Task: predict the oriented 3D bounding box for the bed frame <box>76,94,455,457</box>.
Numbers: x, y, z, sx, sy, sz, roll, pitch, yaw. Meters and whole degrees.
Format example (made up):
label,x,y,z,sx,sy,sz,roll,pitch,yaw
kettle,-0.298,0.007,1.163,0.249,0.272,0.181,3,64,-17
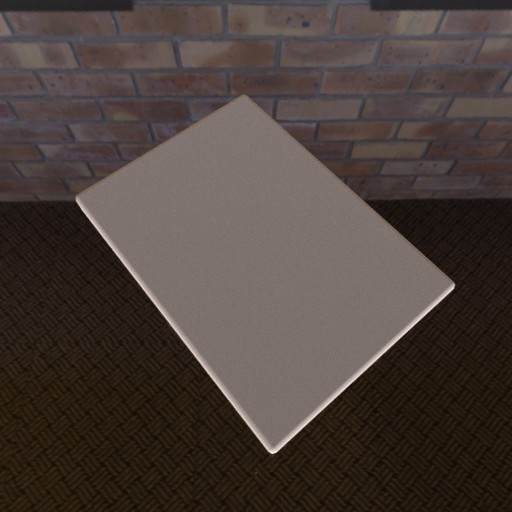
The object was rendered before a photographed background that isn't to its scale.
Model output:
label,x,y,z,sx,sy,sz,roll,pitch,yaw
bed frame,0.000,0.000,3.892,2.205,0.680,2.842,-30,68,-14
